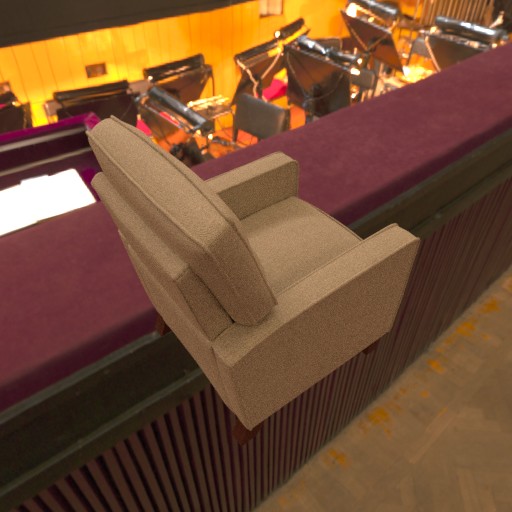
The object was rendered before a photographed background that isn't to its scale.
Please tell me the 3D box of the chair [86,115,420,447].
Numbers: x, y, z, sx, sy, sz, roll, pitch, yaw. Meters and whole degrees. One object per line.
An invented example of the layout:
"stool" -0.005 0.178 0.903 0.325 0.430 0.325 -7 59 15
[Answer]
"chair" 0.000 0.000 1.392 0.754 0.888 0.648 -26 48 -26
